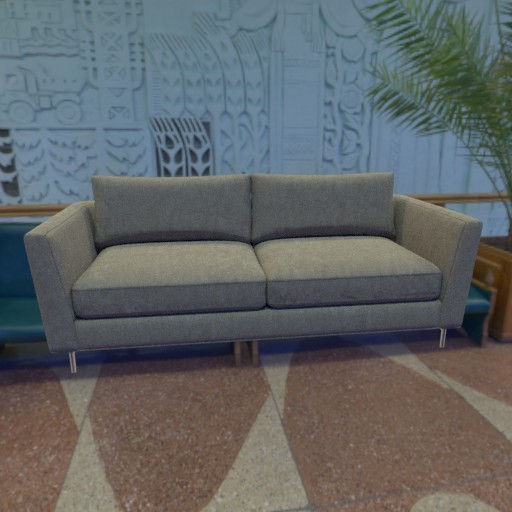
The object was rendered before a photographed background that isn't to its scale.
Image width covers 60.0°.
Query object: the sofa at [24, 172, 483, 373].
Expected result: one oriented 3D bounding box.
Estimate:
[{"bbox_3d":[0.000,0.000,2.489,2.121,0.864,0.889,-2,17,-7],"label":"sofa"}]
